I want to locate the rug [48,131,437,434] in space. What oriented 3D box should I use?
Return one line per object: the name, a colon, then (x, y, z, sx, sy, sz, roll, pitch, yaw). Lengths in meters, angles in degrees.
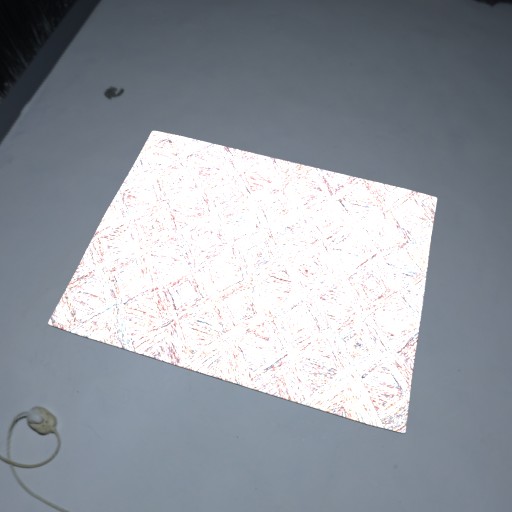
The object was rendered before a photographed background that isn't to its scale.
rug: (0.000, 0.000, 4.303, 3.226, 0.024, 2.436, 15, 63, 8)
